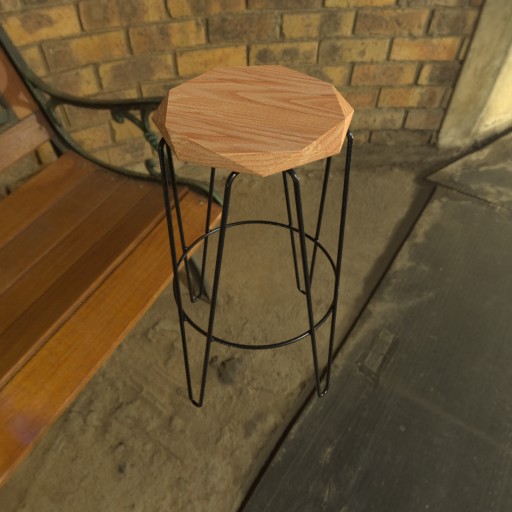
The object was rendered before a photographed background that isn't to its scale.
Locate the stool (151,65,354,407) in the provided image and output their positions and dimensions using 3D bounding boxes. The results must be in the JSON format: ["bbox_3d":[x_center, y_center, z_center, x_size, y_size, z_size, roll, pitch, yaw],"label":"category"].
[{"bbox_3d":[0.000,0.000,0.828,0.326,0.610,0.326,-3,47,-3],"label":"stool"}]
